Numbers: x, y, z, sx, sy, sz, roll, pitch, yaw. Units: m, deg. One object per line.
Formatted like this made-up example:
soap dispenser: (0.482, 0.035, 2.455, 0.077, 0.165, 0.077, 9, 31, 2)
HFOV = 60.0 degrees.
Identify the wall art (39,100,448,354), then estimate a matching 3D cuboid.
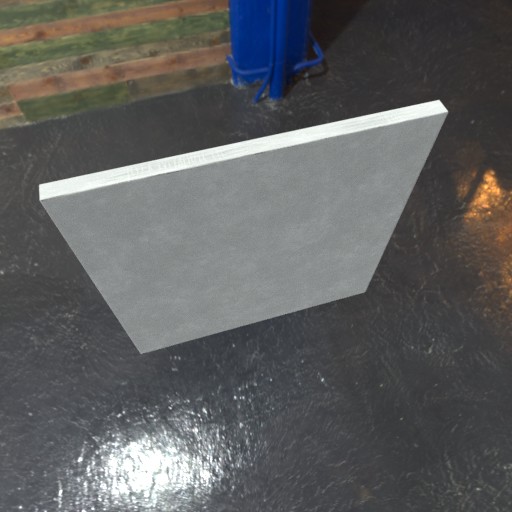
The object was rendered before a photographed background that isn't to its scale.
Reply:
wall art: (0.000, 0.000, 0.448, 0.303, 0.303, 0.015, -14, 59, -9)
